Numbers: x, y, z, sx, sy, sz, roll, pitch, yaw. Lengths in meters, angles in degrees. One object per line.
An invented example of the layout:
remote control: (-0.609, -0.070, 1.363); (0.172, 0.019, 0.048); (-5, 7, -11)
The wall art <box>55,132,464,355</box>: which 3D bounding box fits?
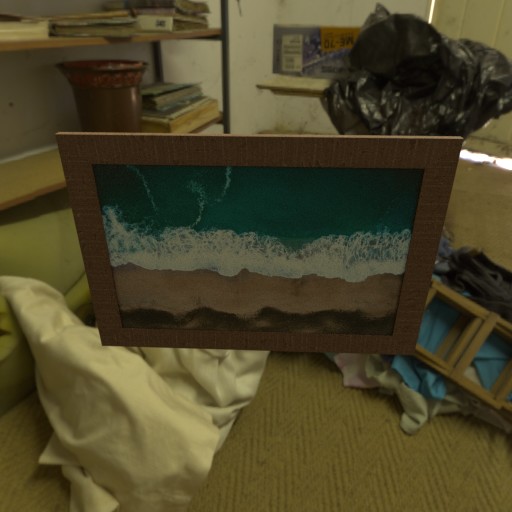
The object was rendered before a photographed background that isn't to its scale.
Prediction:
wall art: (0.000, 0.000, 1.156); (0.917, 0.626, 0.019); (1, 29, 2)
